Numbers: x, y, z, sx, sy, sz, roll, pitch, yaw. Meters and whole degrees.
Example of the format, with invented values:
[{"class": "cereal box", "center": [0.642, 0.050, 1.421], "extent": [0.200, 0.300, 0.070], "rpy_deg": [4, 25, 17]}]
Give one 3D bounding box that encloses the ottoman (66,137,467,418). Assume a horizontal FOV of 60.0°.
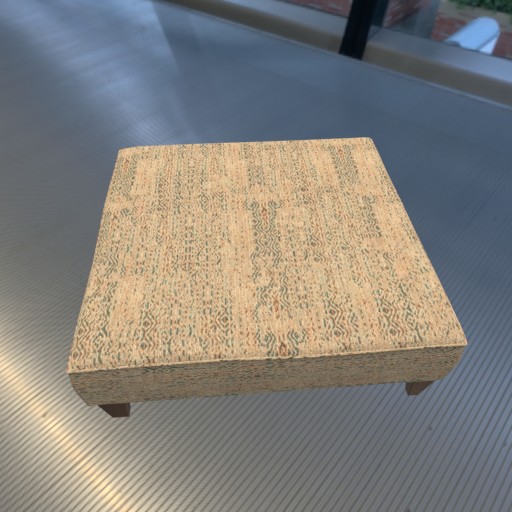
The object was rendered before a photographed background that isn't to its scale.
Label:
[{"class": "ottoman", "center": [0.000, 0.000, 1.511], "extent": [1.004, 0.356, 0.968], "rpy_deg": [-3, 47, -3]}]
